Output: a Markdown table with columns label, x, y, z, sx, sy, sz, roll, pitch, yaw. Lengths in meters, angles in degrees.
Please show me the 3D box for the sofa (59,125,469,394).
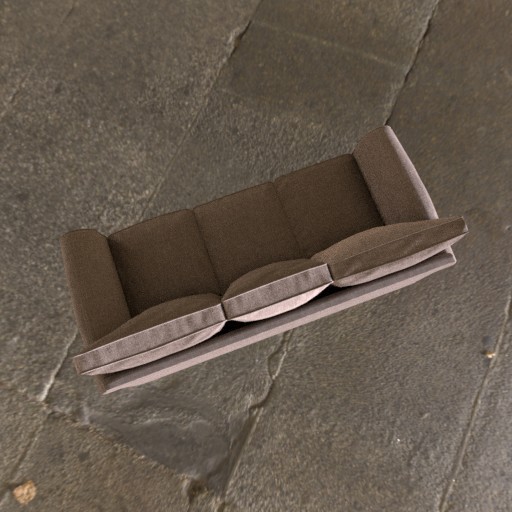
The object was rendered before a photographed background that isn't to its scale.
| label | x | y | z | sx | sy | sz | roll | pitch | yaw |
| --- | --- | --- | --- | --- | --- | --- | --- | --- | --- |
| sofa | 0.000 | 0.000 | 2.635 | 2.084 | 0.961 | 0.916 | -20 | 77 | -5 |
